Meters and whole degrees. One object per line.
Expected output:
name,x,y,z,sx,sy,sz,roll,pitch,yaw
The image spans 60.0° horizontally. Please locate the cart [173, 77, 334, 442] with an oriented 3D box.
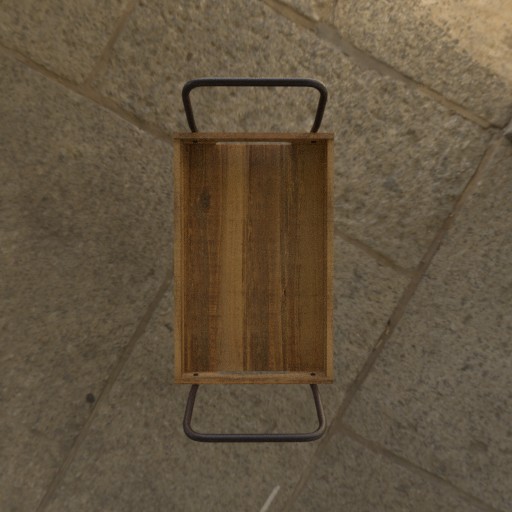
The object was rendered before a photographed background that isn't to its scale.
cart,0.000,0.000,1.131,0.339,0.857,0.583,0,91,0
